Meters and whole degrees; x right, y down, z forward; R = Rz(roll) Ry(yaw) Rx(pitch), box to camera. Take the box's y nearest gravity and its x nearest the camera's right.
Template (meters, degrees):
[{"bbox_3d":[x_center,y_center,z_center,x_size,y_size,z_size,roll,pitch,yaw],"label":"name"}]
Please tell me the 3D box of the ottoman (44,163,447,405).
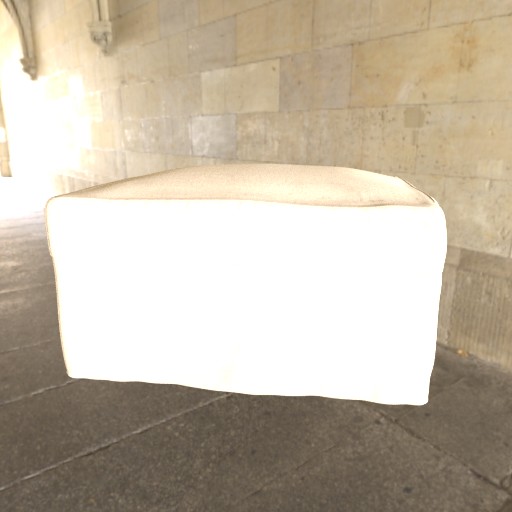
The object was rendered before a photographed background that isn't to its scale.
[{"bbox_3d":[0.000,0.000,1.224,0.833,0.485,0.650,2,16,8],"label":"ottoman"}]
